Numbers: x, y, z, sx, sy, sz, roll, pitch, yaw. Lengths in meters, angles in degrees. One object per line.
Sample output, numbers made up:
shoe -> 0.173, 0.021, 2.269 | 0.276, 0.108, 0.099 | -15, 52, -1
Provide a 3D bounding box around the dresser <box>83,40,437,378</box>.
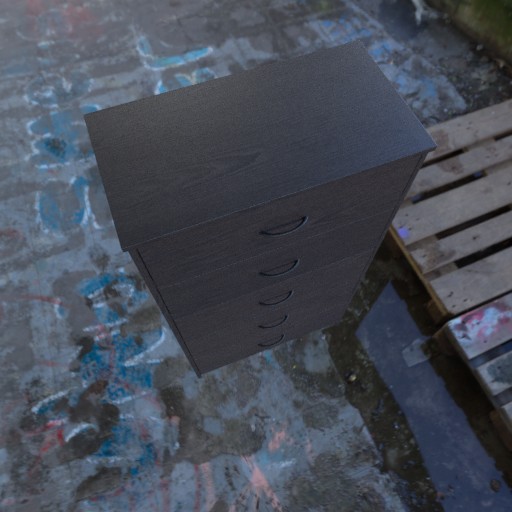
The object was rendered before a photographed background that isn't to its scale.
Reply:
dresser -> 0.000, 0.000, 1.548 | 0.704, 1.254, 0.418 | -19, 65, -9
